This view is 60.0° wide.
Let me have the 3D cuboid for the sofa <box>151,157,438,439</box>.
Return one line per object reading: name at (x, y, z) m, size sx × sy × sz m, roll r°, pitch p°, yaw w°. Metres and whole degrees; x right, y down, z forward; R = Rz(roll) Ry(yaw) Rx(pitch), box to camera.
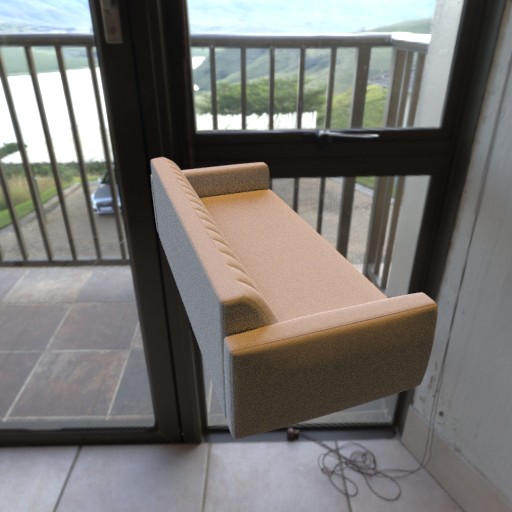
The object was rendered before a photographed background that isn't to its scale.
sofa at (0.000, 0.000, 2.827) m, size 0.990 × 0.821 × 2.291 m, roll -10°, pitch 30°, yaw -17°
